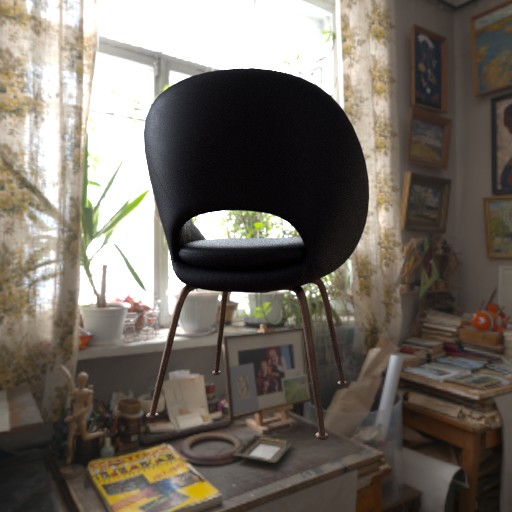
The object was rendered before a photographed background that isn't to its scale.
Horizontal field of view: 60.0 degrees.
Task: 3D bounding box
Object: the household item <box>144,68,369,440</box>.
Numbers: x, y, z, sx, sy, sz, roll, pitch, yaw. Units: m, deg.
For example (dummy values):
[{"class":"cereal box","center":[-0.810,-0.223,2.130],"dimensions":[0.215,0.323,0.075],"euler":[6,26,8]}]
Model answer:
[{"class":"household item","center":[0.000,0.000,1.266],"dimensions":[0.623,0.852,0.573],"euler":[0,0,17]}]
